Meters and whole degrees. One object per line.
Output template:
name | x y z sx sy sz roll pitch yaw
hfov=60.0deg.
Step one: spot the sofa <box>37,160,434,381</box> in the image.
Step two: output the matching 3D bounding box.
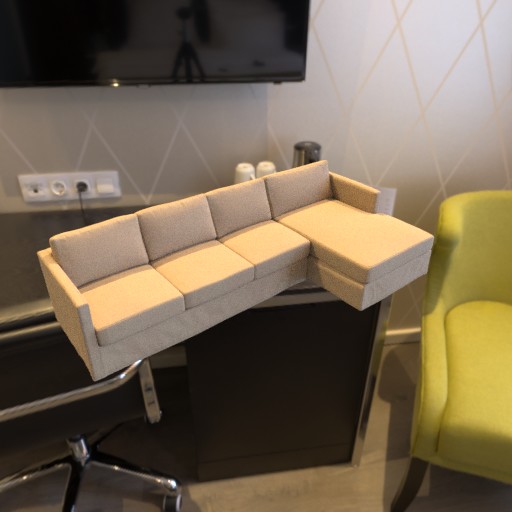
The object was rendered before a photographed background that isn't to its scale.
sofa | 0.000 0.000 3.959 3.206 0.871 1.622 -22 37 -32
